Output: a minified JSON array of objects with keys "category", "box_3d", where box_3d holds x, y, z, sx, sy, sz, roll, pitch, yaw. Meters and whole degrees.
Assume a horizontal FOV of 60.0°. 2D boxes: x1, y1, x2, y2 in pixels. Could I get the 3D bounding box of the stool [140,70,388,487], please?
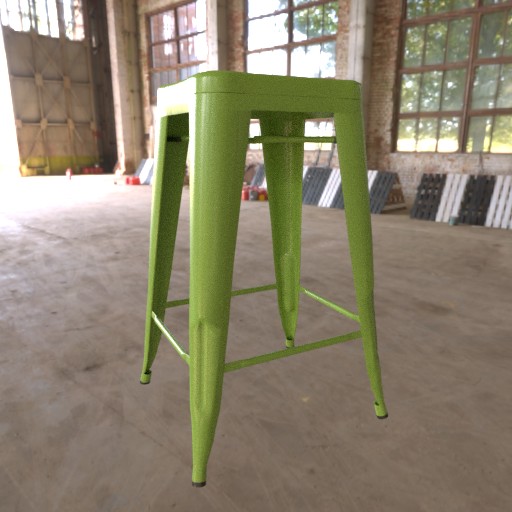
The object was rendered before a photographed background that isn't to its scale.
[{"category":"stool","box_3d":[0.000,0.000,0.838,0.398,0.609,0.358,-8,16,-26]}]
